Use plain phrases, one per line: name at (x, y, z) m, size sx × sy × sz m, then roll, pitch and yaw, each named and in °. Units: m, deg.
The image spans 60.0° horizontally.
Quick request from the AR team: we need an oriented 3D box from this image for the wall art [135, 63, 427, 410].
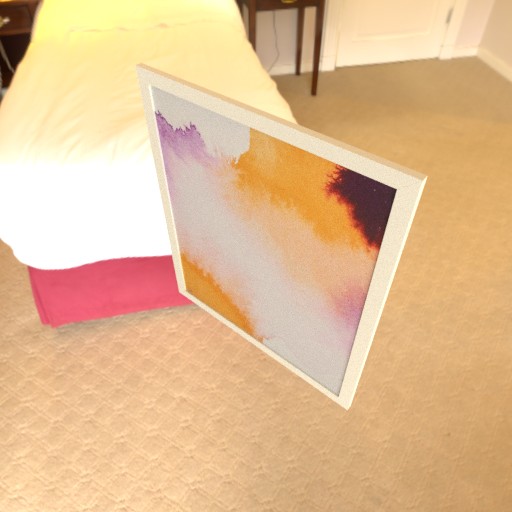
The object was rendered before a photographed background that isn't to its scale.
wall art at (0.000, 0.000, 0.793) m, size 0.482 × 0.557 × 0.012 m, roll 30°, pitch 53°, yaw 26°
